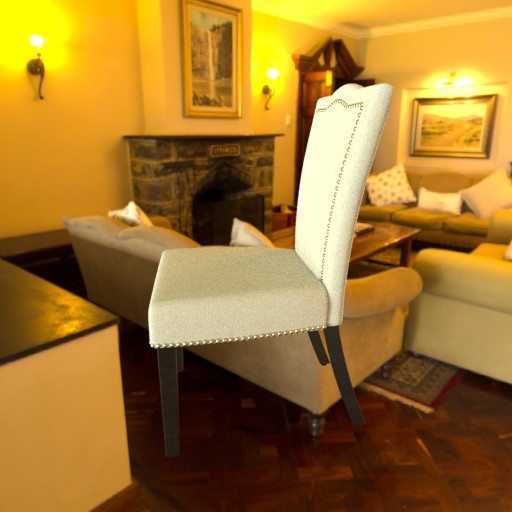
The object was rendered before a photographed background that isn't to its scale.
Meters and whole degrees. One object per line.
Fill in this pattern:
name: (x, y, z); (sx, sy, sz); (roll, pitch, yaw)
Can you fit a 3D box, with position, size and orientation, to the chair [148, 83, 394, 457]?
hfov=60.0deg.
chair: (0.000, 0.000, 1.293); (0.589, 0.946, 0.518); (-2, 16, -8)
